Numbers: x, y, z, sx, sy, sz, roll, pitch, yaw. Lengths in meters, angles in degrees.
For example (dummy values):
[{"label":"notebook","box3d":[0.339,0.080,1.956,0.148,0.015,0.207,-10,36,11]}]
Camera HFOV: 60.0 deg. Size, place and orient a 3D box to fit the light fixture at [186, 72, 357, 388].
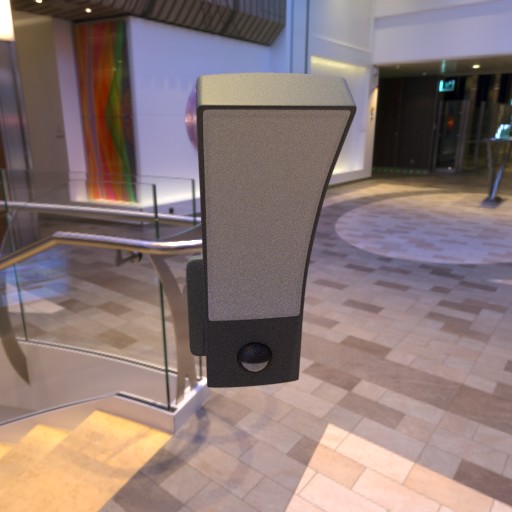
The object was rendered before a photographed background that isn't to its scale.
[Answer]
[{"label":"light fixture","box3d":[0.000,0.000,0.333,0.108,0.243,0.174,-2,17,-8]}]
